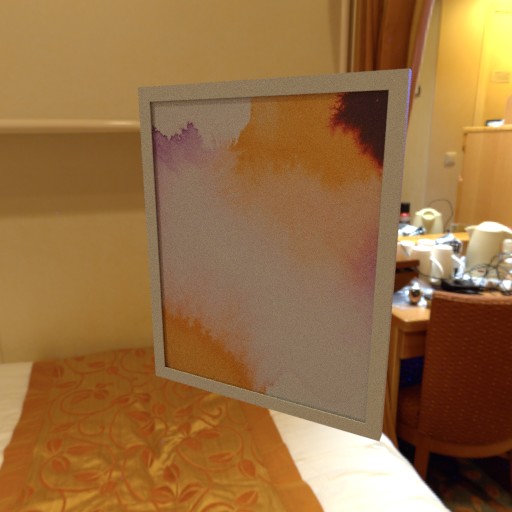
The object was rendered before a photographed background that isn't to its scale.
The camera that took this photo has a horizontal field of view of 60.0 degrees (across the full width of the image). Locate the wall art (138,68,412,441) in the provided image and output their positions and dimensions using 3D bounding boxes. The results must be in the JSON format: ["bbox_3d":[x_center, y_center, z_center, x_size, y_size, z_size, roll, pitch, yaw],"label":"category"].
[{"bbox_3d":[0.000,0.000,1.091,0.661,0.811,0.026,7,16,26],"label":"wall art"}]
